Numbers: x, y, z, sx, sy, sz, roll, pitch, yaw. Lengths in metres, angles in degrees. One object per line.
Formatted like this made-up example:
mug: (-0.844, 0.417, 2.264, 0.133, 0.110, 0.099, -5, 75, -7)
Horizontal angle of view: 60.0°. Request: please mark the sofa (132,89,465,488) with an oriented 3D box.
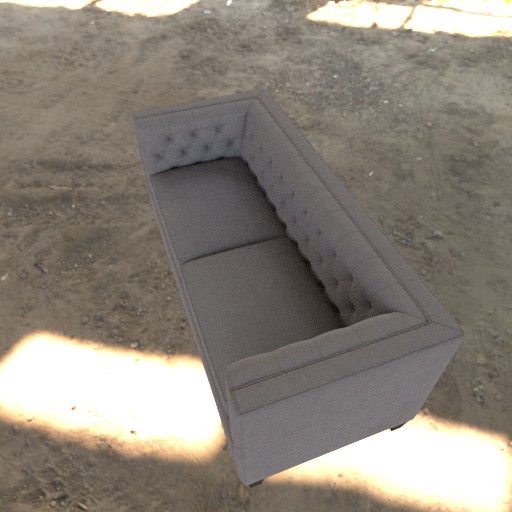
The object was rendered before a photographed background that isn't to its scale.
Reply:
sofa: (0.000, 0.000, 2.151, 0.775, 0.762, 1.778, -15, 48, -14)
